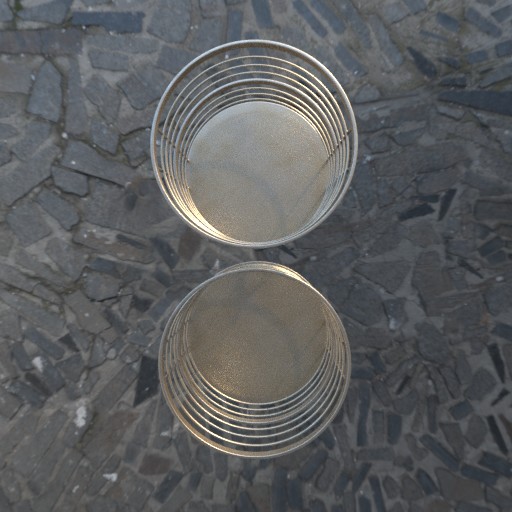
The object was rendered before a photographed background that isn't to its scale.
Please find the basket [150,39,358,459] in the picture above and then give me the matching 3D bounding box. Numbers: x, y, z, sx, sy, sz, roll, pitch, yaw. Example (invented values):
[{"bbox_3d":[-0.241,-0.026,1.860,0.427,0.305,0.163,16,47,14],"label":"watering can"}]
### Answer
[{"bbox_3d":[0.000,0.000,0.937,0.356,0.351,0.746,0,92,1],"label":"basket"}]
